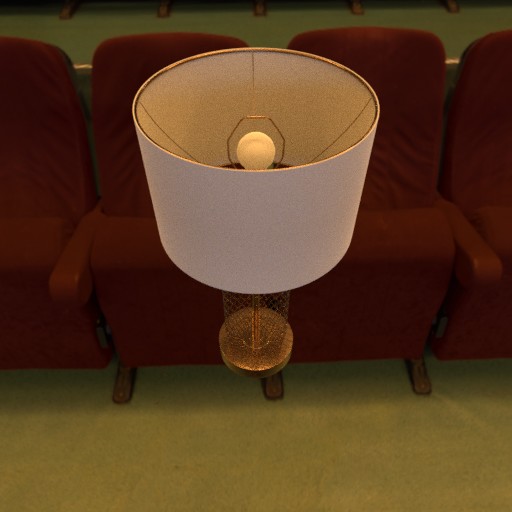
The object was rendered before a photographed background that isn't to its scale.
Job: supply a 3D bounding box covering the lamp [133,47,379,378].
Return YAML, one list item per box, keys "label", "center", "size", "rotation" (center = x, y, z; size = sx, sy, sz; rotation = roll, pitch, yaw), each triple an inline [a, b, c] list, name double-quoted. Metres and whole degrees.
- label: "lamp"
  center: [0.000, 0.000, 0.637]
  size: [0.252, 0.483, 0.252]
  rotation: [-1, 47, -1]
